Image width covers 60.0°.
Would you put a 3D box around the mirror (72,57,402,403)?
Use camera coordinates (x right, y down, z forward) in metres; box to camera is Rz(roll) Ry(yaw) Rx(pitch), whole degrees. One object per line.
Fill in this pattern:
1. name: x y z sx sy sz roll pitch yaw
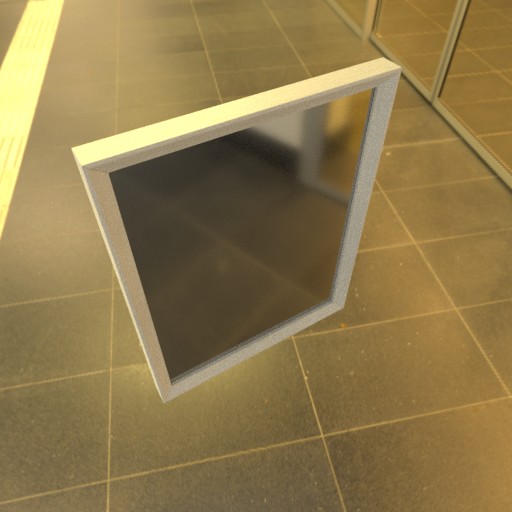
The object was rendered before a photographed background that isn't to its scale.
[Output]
1. mirror: 0.000 0.000 0.684 0.406 0.509 0.041 -24 51 -21
